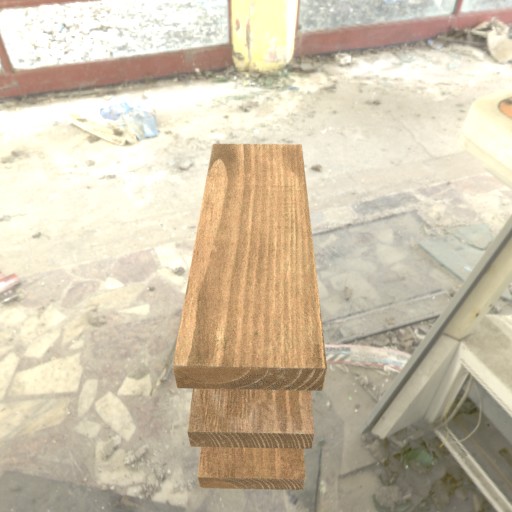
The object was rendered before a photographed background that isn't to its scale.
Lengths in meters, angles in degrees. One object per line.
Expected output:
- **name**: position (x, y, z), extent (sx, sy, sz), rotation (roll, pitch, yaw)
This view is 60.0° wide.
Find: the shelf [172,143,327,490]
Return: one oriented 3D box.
- **shelf**: position (0.000, 0.000, 0.721), extent (0.140, 0.293, 0.610), rotation (1, 43, 1)
